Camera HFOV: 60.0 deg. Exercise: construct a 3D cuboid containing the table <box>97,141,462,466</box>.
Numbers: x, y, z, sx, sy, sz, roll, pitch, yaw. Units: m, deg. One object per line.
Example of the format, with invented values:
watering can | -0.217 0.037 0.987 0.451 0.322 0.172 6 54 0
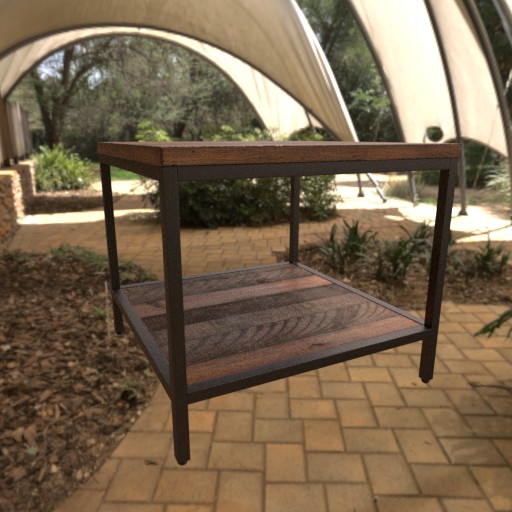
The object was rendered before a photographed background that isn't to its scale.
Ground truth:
table | 0.000 0.000 0.972 0.548 0.482 0.553 -8 17 -26
